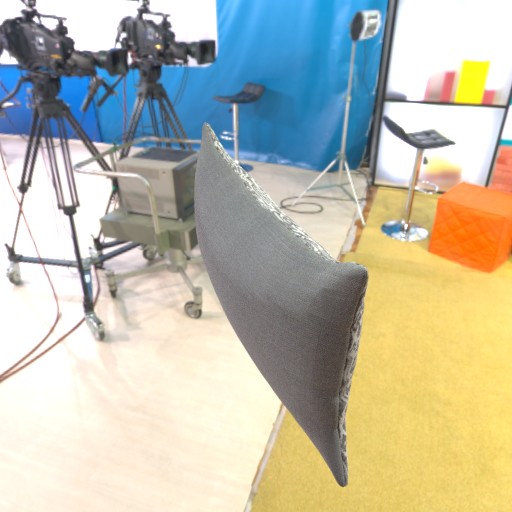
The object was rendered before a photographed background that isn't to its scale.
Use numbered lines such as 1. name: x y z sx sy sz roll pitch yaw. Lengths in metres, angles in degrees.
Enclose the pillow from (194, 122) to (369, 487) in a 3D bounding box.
1. pillow: 0.000 0.000 0.707 0.148 0.290 0.631 -10 31 -17
